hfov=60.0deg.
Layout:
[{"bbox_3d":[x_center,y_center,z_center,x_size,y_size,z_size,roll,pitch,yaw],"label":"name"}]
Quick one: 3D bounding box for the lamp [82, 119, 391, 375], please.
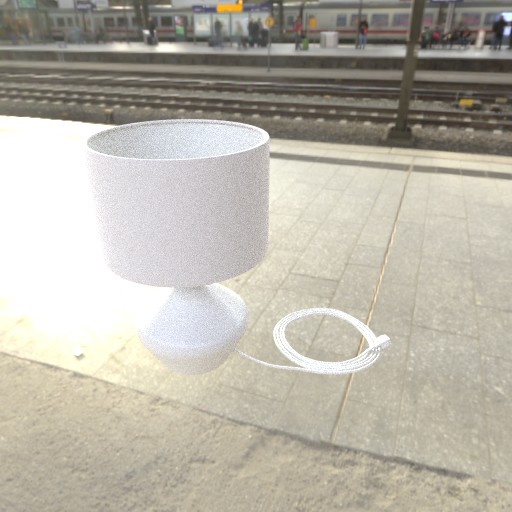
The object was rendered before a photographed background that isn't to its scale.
[{"bbox_3d":[0.000,0.000,0.850,0.546,0.457,0.401,9,29,17],"label":"lamp"}]
